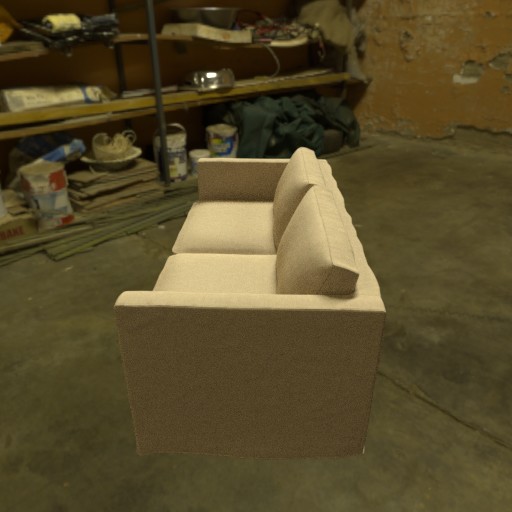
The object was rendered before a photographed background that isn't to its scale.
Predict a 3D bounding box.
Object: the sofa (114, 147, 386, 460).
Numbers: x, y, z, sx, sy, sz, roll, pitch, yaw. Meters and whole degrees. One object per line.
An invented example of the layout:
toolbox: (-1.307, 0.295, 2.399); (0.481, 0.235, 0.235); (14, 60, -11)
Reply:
sofa: (0.000, 0.000, 2.455); (0.962, 0.835, 1.959); (1, 27, 2)
